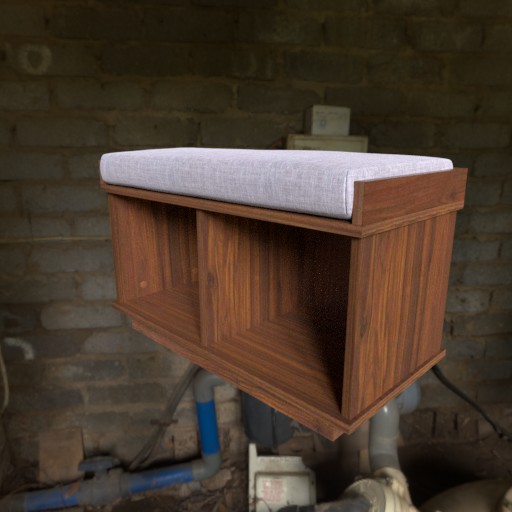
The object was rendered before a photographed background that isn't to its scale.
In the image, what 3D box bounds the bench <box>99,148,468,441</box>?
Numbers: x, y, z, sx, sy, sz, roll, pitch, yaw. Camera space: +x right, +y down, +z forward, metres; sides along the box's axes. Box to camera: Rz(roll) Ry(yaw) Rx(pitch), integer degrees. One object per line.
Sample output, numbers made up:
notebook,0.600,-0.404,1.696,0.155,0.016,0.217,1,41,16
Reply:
bench,0.000,0.000,0.989,0.734,0.461,0.362,15,21,43
